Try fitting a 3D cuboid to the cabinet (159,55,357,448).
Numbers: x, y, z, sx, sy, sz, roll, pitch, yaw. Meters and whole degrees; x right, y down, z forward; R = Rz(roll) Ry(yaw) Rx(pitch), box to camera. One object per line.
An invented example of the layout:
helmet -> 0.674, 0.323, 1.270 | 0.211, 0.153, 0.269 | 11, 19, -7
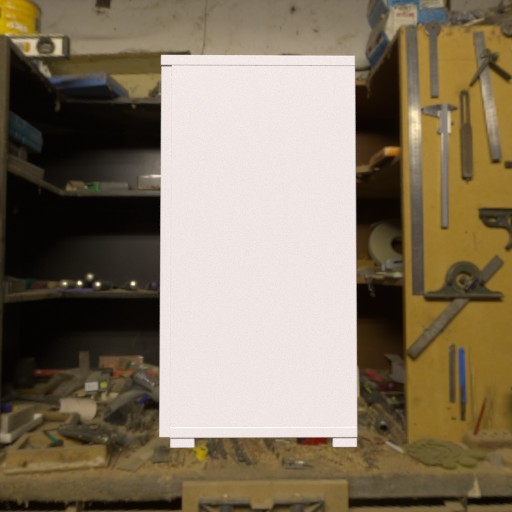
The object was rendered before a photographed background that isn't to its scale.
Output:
cabinet -> 0.000, 0.000, 1.402 | 0.400, 0.800, 1.000 | 0, -2, -1
